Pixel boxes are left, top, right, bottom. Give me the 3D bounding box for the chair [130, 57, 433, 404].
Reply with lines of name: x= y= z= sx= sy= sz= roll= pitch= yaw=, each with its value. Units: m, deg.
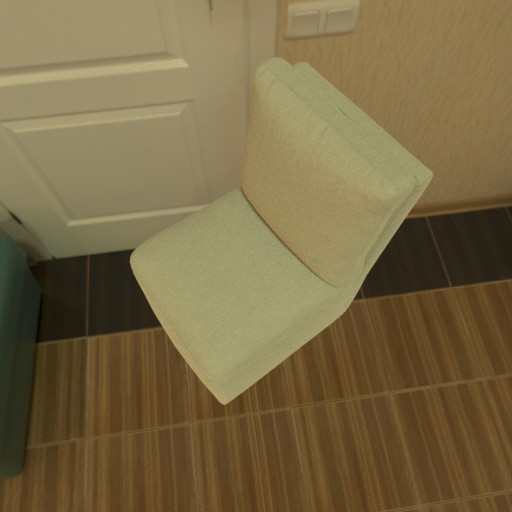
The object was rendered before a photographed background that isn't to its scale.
chair: x=0.000 y=0.000 z=1.369 sx=0.698 sy=0.927 sz=0.503 roll=-34 pitch=69 yaw=-15
